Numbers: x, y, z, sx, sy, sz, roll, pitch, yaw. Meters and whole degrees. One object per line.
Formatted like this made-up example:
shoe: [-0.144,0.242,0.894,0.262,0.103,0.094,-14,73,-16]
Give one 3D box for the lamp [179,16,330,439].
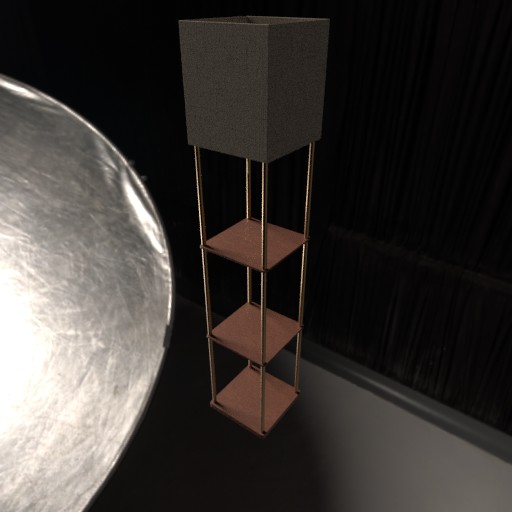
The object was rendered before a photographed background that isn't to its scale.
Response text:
lamp: [0.000,0.000,1.666,0.308,1.569,0.310,21,37,31]
